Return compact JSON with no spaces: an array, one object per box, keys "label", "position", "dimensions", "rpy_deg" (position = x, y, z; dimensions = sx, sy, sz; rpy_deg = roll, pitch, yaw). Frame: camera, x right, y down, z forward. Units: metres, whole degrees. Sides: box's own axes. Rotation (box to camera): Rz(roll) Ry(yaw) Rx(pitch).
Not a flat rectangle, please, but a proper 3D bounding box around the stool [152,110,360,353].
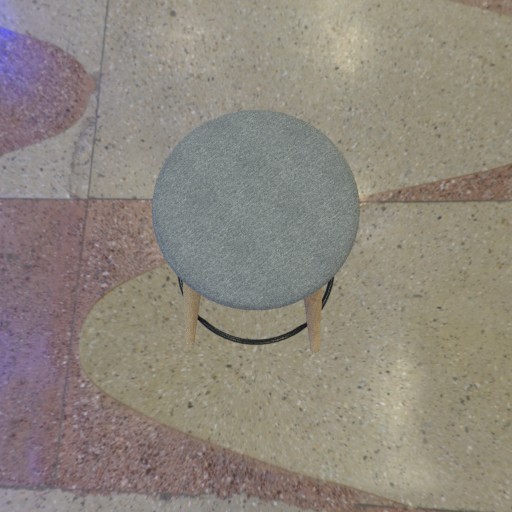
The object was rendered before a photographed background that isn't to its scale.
[{"label":"stool","position":[0.000,0.000,1.023],"dimensions":[0.410,0.770,0.410],"rpy_deg":[3,77,1]}]
